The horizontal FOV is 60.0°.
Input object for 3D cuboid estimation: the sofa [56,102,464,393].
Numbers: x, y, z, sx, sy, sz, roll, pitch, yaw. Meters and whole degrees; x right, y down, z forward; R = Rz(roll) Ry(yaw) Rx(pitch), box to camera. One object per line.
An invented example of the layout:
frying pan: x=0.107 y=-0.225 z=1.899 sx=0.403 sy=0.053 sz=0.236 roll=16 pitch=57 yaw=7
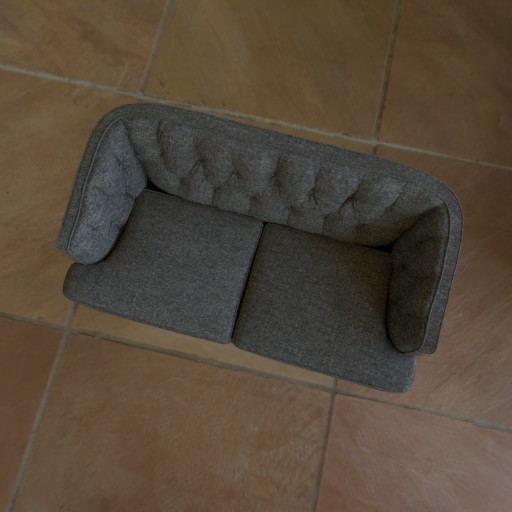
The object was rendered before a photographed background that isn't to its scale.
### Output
sofa: x=0.000 y=0.000 z=2.221 sx=1.733 sy=0.855 sz=0.941 roll=15 pitch=76 yaw=4
